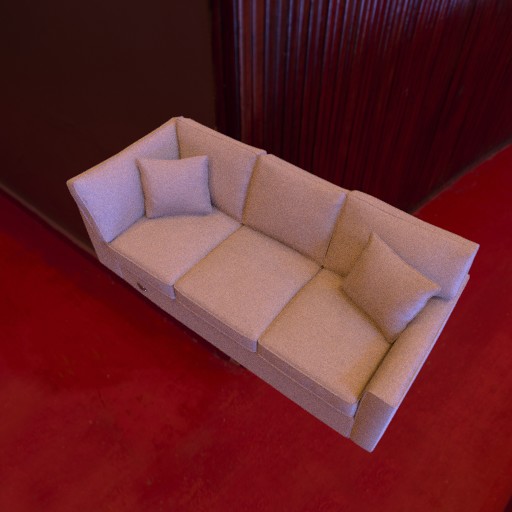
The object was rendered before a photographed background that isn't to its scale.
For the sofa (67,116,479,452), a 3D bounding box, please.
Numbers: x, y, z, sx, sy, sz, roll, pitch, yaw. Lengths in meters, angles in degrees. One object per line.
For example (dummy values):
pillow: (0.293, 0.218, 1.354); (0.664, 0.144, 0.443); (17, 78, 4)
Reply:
sofa: (0.000, 0.000, 2.837); (2.317, 0.962, 1.061); (29, 54, 25)
